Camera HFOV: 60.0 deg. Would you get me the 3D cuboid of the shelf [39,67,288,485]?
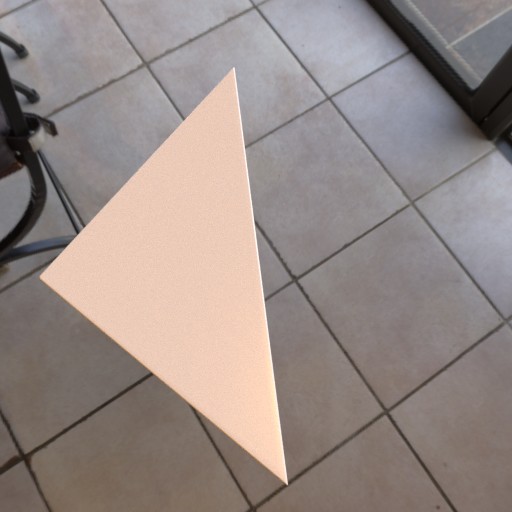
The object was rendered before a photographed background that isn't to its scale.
[{"bbox_3d":[0.000,0.000,0.444,0.296,0.035,0.296,37,79,9],"label":"shelf"}]
